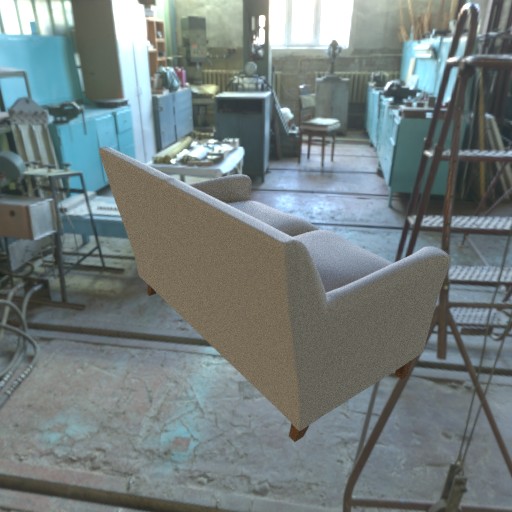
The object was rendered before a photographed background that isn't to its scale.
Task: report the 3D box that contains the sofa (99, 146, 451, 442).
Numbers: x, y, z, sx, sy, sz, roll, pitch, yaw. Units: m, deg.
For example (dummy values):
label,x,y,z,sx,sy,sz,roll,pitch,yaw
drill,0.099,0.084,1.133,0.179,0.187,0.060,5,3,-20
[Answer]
label,x,y,z,sx,sy,sz,roll,pitch,yaw
sofa,0.000,0.000,2.104,0.888,0.890,1.482,-17,31,-32
